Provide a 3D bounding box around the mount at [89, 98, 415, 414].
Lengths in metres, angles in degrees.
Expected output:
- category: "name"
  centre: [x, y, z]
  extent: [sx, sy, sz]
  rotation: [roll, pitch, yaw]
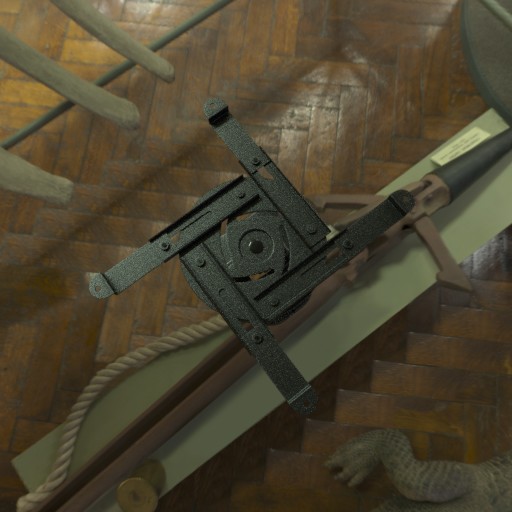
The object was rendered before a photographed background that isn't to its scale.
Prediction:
- category: "mount"
  centre: [0.000, 0.000, 0.617]
  extent: [0.394, 0.141, 0.394]
  rotation: [-36, 79, -8]
